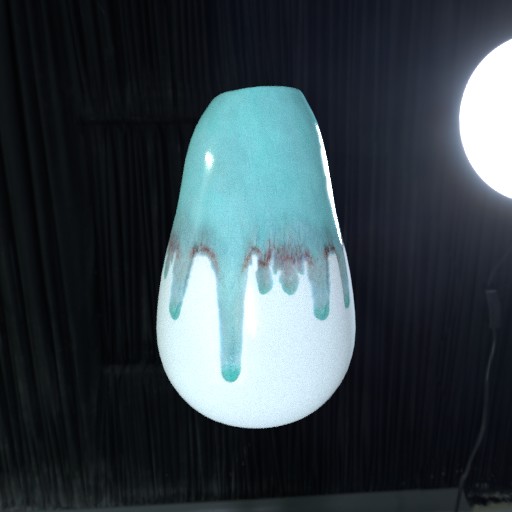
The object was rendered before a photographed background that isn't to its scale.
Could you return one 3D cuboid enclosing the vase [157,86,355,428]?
[{"bbox_3d":[0.000,0.000,0.255,0.116,0.179,0.116,0,15,0],"label":"vase"}]
